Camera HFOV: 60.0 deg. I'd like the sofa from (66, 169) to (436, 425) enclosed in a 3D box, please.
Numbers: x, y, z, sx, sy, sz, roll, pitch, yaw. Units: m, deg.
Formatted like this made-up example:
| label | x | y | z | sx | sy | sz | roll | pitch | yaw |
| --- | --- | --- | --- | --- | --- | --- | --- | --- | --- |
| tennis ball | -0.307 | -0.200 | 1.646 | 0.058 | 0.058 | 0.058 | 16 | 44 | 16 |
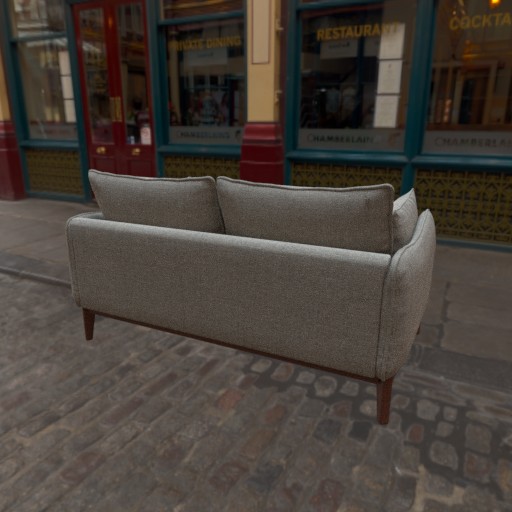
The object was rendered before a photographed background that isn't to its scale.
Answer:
| label | x | y | z | sx | sy | sz | roll | pitch | yaw |
| --- | --- | --- | --- | --- | --- | --- | --- | --- | --- |
| sofa | 0.000 | 0.000 | 2.167 | 1.580 | 0.851 | 0.972 | 8 | 18 | 26 |
